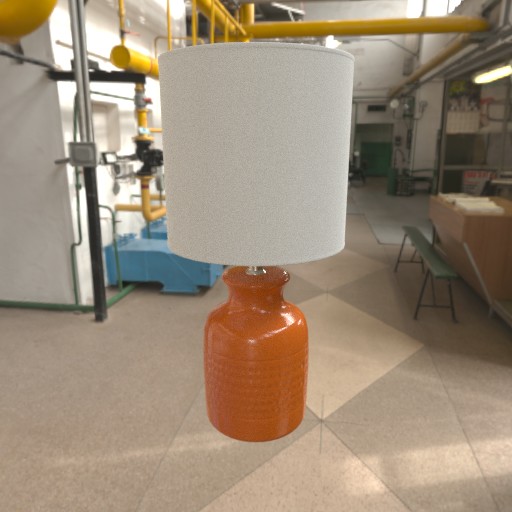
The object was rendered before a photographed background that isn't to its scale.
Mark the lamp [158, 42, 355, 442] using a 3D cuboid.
[{"bbox_3d":[0.000,0.000,1.073,0.418,0.871,0.418,3,15,10],"label":"lamp"}]
